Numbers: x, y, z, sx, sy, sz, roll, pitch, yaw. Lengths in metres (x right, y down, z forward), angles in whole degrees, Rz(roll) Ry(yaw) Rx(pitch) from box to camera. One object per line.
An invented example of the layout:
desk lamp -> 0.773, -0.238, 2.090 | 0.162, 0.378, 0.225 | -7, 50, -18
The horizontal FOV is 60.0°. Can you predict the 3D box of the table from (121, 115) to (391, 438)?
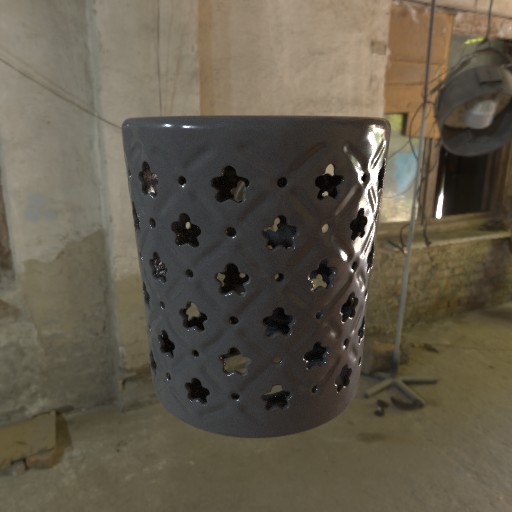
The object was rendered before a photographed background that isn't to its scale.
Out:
table -> 0.000, 0.000, 0.647 | 0.352, 0.387, 0.352 | 0, 16, 0
